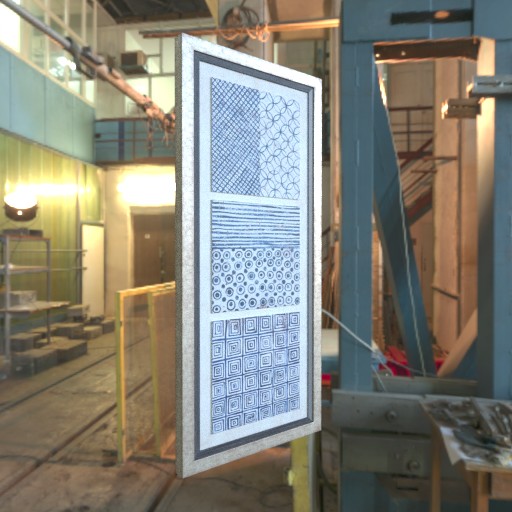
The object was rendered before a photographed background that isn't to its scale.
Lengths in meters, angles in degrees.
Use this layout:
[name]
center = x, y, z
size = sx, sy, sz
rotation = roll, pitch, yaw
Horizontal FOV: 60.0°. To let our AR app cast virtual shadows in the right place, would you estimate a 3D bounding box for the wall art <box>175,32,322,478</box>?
[wall art]
center = 0.000, 0.000, 1.667
size = 0.648, 1.461, 0.051
rotation = 0, 1, -37
